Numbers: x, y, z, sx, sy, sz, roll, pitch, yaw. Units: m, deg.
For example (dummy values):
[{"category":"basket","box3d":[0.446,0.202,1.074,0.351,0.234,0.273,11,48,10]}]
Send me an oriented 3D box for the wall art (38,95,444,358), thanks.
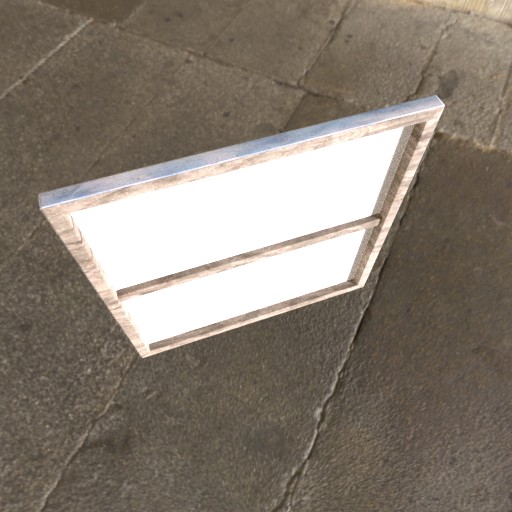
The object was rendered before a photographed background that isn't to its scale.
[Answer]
[{"category":"wall art","box3d":[0.000,0.000,1.101,0.747,0.747,0.035,-16,60,-10]}]
